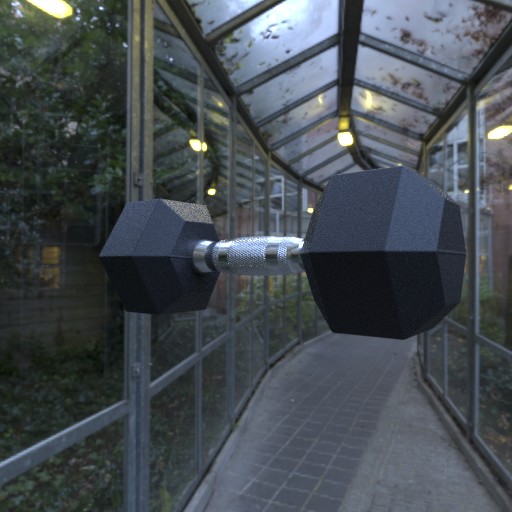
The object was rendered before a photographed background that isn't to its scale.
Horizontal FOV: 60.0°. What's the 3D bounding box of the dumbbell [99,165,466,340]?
[{"bbox_3d":[0.000,0.000,0.325,0.272,0.092,0.106,-1,-1,37],"label":"dumbbell"}]
